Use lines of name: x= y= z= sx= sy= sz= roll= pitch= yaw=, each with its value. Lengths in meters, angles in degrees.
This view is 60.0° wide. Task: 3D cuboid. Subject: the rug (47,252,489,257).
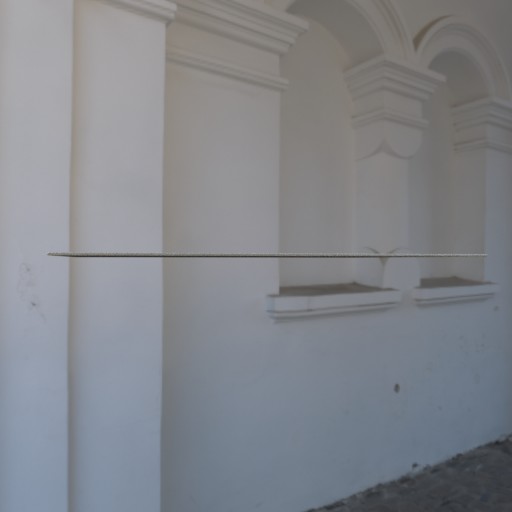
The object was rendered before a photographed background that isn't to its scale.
rug: x=0.000 y=0.000 z=2.300 sx=1.829 sy=0.010 sz=1.219 roll=0 pitch=0 yaw=-18
